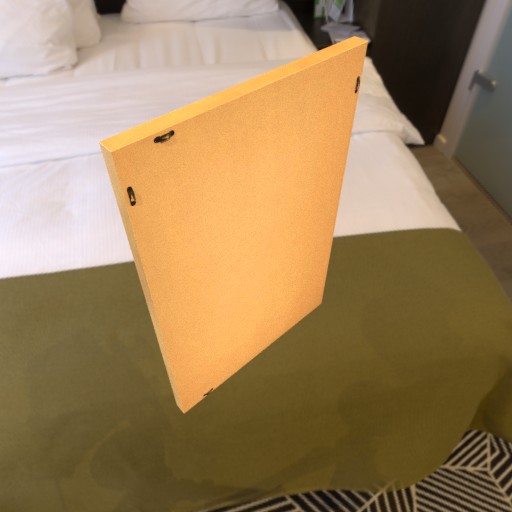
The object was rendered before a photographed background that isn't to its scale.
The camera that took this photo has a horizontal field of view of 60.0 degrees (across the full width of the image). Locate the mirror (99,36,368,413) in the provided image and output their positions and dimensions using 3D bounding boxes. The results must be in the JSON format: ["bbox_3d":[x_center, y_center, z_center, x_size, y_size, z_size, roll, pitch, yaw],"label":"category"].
[{"bbox_3d":[0.000,0.000,1.137,0.609,0.915,0.041,-34,55,-27],"label":"mirror"}]
